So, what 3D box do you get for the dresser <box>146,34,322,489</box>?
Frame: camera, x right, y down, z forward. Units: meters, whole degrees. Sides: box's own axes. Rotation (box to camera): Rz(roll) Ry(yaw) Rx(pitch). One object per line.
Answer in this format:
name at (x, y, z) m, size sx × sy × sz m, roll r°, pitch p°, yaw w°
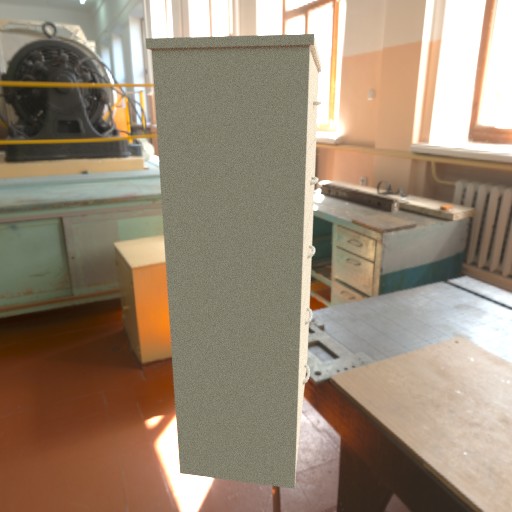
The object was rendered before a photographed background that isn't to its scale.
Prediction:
dresser at (0.000, 0.000, 1.511) m, size 0.399 × 1.255 × 0.704 m, roll 3°, pitch 18°, yaw 9°
